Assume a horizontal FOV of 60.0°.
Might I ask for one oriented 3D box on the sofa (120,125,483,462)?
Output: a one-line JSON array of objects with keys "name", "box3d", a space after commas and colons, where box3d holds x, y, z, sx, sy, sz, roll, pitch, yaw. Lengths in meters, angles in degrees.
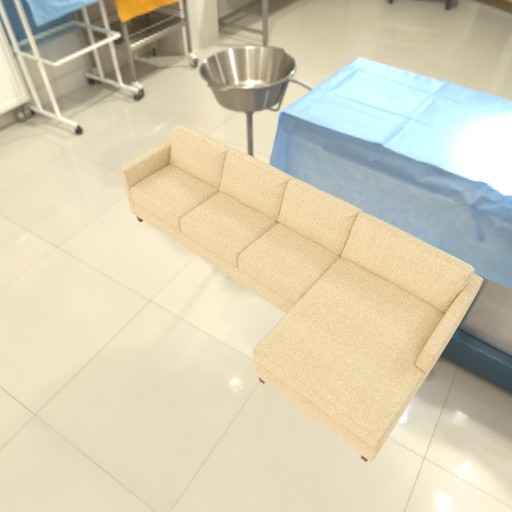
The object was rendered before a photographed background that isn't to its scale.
[{"name": "sofa", "box3d": [0.000, 0.000, 4.075, 3.471, 0.954, 1.603, 31, 54, 26]}]
